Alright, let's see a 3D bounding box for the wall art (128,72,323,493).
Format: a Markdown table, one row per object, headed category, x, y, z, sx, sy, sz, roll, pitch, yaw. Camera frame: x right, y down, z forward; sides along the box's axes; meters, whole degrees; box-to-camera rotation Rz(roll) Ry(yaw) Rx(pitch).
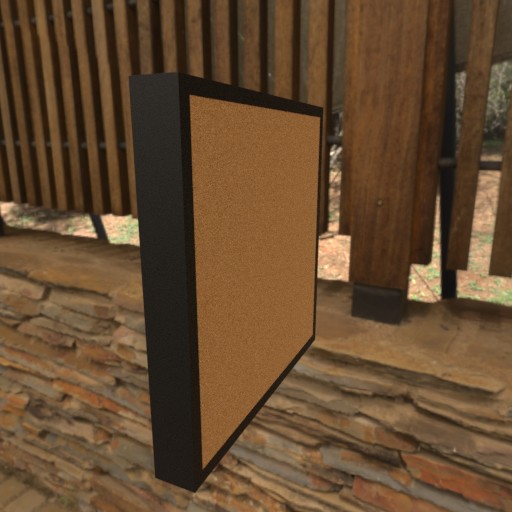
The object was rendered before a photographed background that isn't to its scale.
| category | x | y | z | sx | sy | sz | roll | pitch | yaw |
| --- | --- | --- | --- | --- | --- | --- | --- | --- | --- |
| wall art | 0.000 | 0.000 | 0.446 | 0.038 | 0.304 | 0.305 | 7 | 16 | 24 |
